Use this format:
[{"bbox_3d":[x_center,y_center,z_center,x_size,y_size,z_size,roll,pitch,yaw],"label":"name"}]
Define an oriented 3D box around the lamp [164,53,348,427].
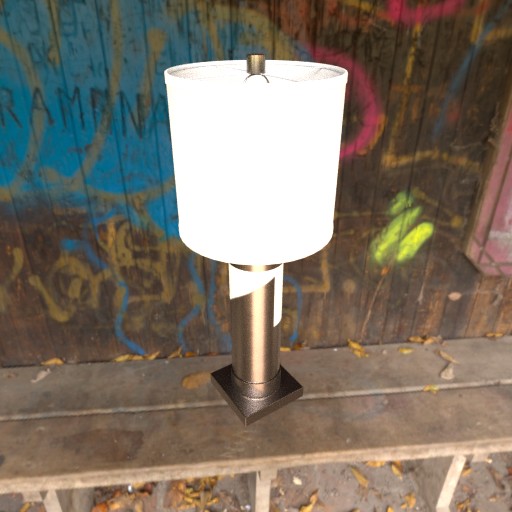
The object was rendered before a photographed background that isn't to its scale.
[{"bbox_3d":[0.000,0.000,0.613,0.202,0.509,0.202,-18,34,-29],"label":"lamp"}]
